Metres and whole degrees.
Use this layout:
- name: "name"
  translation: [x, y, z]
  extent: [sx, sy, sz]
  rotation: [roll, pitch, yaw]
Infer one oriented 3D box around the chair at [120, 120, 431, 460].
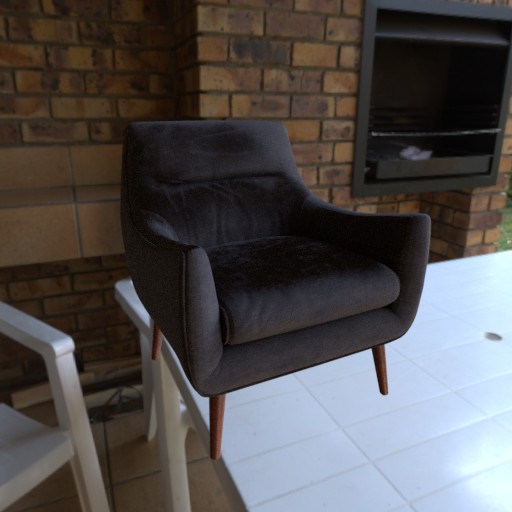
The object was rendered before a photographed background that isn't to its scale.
- name: "chair"
  translation: [0.000, 0.000, 1.444]
  extent: [0.762, 0.838, 0.787]
  rotation: [-9, 20, -27]
